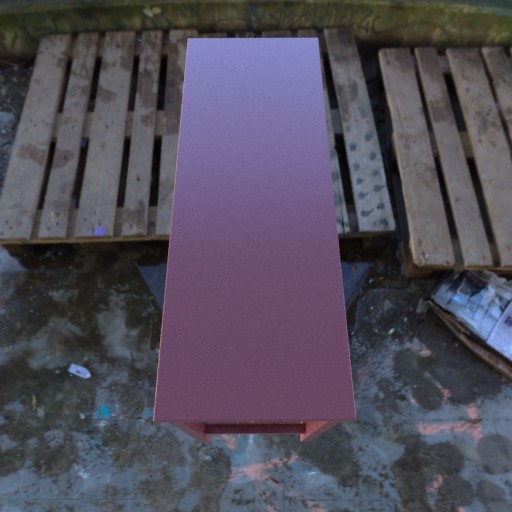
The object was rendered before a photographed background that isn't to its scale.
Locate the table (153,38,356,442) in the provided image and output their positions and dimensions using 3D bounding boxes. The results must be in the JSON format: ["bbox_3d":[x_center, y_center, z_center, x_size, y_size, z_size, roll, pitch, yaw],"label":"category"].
[{"bbox_3d":[0.000,0.000,1.414,0.397,0.753,1.068,0,64,0],"label":"table"}]
